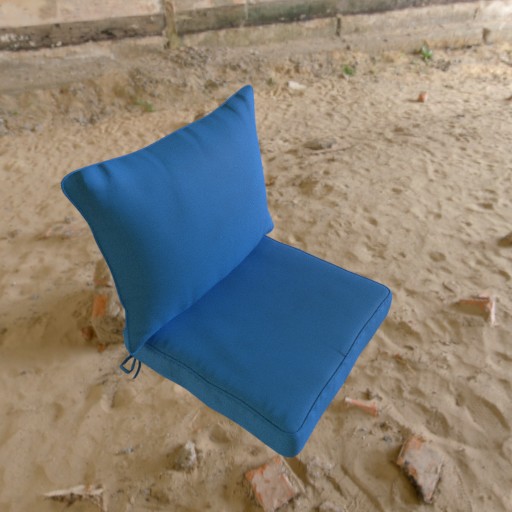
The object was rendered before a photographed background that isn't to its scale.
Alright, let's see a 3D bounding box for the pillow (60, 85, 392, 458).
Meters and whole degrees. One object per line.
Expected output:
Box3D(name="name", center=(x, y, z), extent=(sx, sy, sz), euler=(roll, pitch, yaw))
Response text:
Box3D(name="pillow", center=(0.000, 0.000, 1.360), extent=(0.733, 0.725, 0.798), euler=(24, 46, 26))
